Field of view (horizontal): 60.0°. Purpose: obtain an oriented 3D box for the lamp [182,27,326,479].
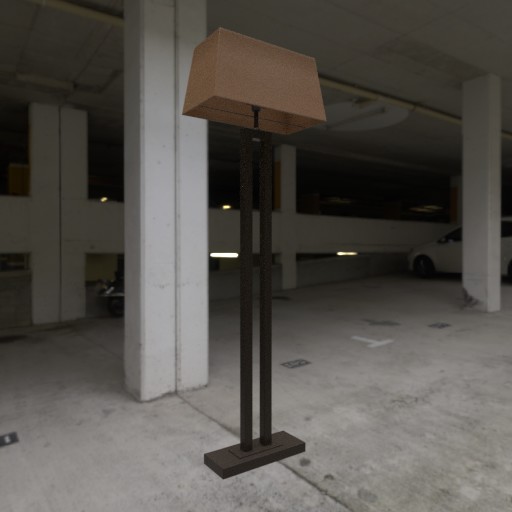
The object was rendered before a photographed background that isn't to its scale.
[{"bbox_3d":[0.000,0.000,1.607,0.475,1.469,0.233,-1,1,-35],"label":"lamp"}]
